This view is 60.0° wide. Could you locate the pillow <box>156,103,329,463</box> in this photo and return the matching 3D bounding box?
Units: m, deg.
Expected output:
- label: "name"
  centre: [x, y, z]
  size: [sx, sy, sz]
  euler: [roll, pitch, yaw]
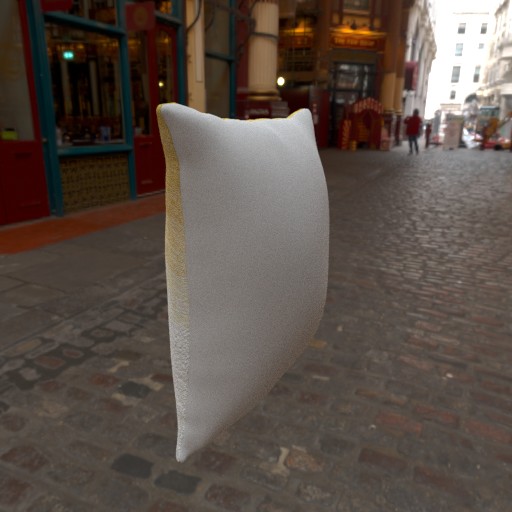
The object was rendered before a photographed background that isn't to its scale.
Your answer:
- label: "pillow"
  centre: [0.000, 0.000, 0.702]
  size: [0.211, 0.450, 0.450]
  euler: [8, 19, 24]
